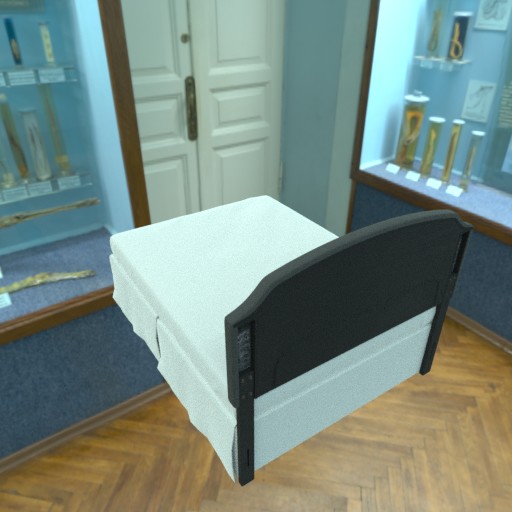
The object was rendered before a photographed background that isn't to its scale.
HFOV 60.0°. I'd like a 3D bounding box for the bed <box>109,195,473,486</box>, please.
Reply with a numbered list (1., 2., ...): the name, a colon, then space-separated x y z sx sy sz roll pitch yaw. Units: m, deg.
1. bed: 0.000 0.000 2.985 1.558 1.270 1.999 -19 36 -28
